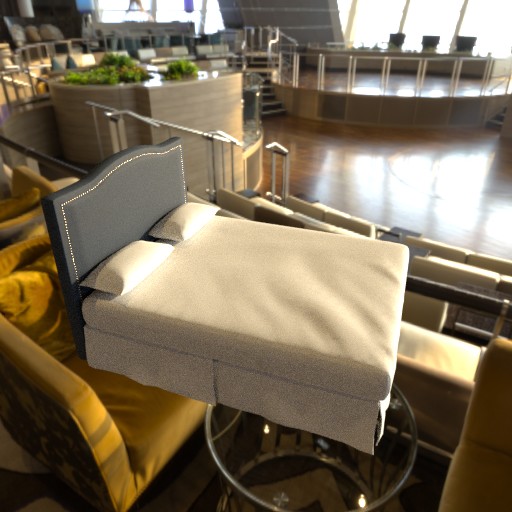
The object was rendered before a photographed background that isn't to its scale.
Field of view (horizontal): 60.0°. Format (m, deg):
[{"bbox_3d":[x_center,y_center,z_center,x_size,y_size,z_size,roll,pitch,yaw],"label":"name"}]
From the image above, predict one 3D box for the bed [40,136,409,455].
[{"bbox_3d":[0.000,0.000,3.433,2.282,1.436,1.821,10,30,18],"label":"bed"}]
